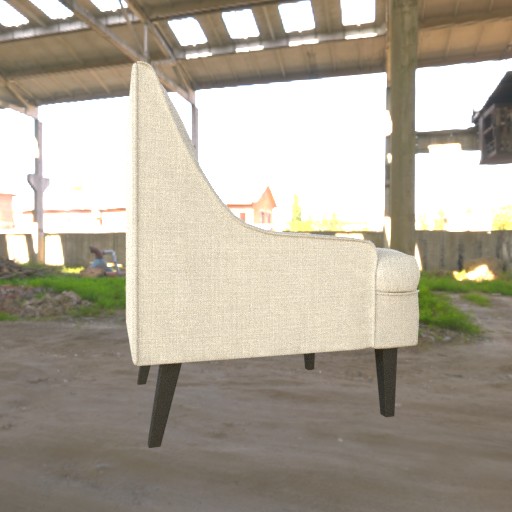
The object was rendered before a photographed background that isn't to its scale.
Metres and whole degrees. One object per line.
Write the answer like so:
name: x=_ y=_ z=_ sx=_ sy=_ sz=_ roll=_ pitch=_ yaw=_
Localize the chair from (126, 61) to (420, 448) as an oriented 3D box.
chair: x=0.000 y=0.000 z=1.395 sx=0.772 sy=0.891 sz=0.658 roll=0 pitch=0 yaw=-18
